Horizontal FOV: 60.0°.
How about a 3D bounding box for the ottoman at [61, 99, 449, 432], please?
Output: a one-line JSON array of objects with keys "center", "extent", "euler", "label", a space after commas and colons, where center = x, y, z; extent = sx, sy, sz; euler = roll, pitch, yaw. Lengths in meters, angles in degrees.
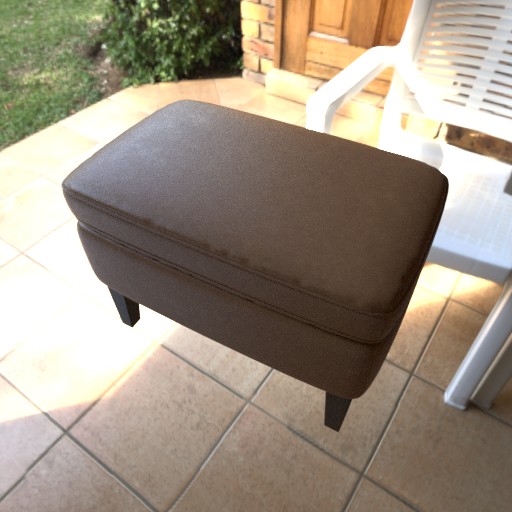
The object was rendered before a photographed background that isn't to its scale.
[{"center": [0.000, 0.000, 0.986], "extent": [0.670, 0.480, 0.420], "euler": [21, 49, 20], "label": "ottoman"}]
